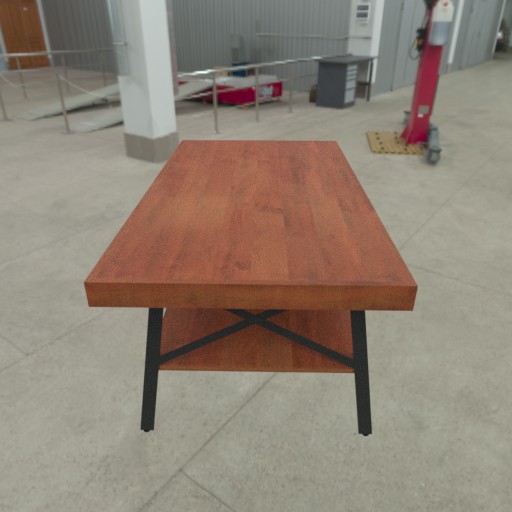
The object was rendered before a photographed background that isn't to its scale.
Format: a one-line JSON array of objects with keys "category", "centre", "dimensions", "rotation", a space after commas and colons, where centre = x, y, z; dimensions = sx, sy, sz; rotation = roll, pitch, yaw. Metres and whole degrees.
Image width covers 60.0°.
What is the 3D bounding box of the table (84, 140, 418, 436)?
[{"category": "table", "centre": [0.000, 0.000, 1.380], "dimensions": [0.610, 0.457, 1.067], "rotation": [1, 28, 1]}]
